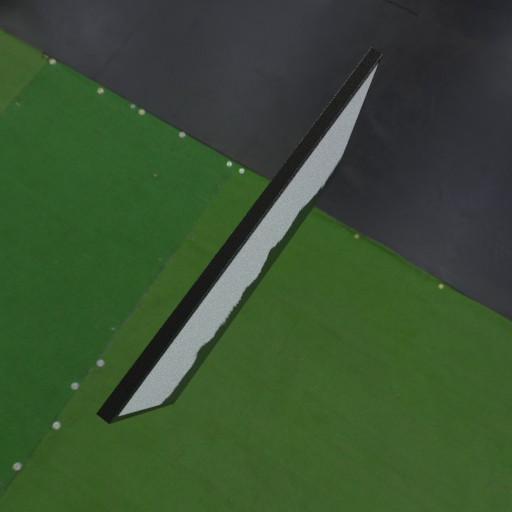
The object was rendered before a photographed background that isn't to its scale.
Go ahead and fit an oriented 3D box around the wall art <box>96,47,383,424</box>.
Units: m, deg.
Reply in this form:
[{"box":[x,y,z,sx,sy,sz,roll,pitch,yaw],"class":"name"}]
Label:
[{"box":[0.000,0.000,0.832,0.022,0.446,0.659,34,77,9],"class":"wall art"}]
